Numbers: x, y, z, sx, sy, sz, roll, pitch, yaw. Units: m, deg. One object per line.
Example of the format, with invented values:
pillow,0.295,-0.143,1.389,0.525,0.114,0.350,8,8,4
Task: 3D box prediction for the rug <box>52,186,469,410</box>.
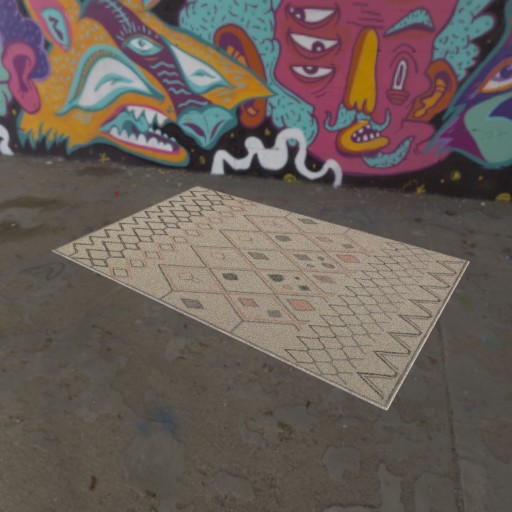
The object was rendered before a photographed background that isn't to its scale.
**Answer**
rug,0.000,0.000,3.045,2.438,0.015,1.524,19,35,30
